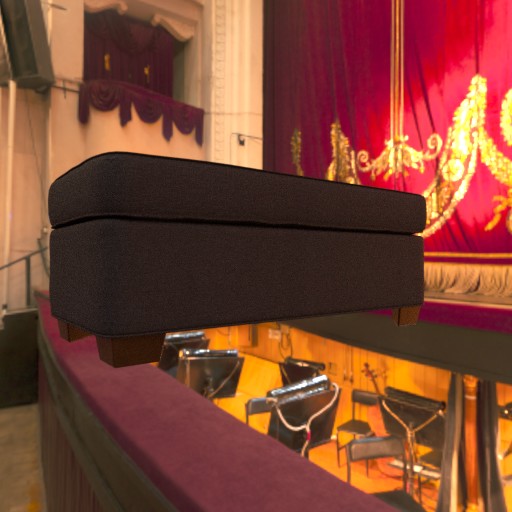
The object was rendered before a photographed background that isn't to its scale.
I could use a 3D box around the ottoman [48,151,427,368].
[{"bbox_3d":[0.000,0.000,1.372,1.110,0.460,0.515,0,-1,-37],"label":"ottoman"}]
